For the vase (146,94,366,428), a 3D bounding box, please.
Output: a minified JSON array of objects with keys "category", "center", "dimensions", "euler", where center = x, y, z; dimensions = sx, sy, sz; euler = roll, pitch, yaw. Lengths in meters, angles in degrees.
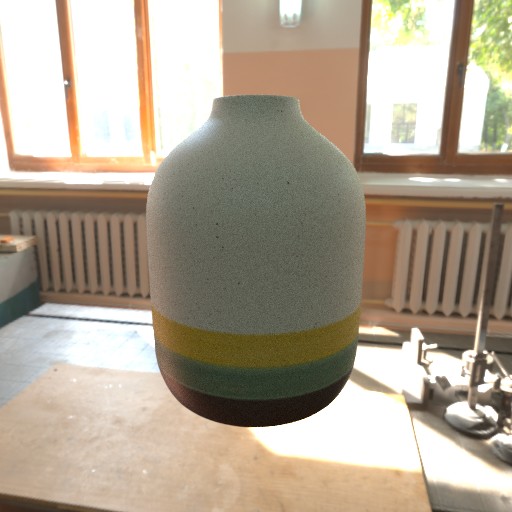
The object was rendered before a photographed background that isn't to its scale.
[{"category":"vase","center":[0.000,0.000,0.358],"dimensions":[0.169,0.240,0.169],"euler":[0,14,0]}]
